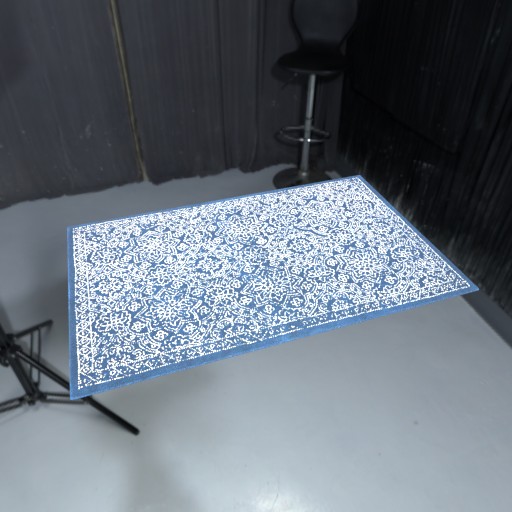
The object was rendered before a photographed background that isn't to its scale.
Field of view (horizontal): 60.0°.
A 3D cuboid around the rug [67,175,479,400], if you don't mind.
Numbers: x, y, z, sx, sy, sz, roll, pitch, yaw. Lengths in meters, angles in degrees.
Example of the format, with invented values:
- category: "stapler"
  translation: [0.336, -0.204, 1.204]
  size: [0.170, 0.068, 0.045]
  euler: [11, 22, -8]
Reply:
- category: "rug"
  translation: [0.000, 0.000, 3.035]
  size: [2.441, 0.015, 1.526]
  euler: [-12, 41, -14]
